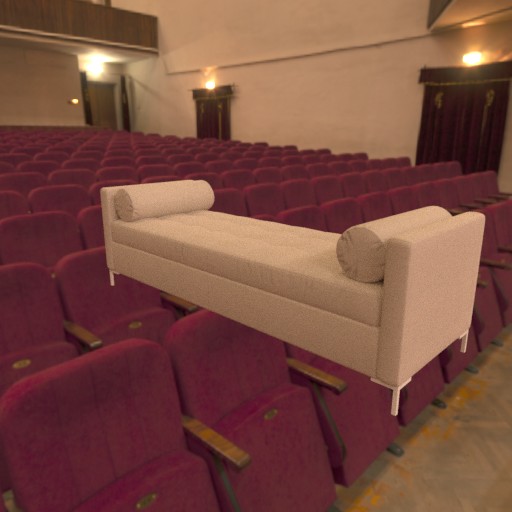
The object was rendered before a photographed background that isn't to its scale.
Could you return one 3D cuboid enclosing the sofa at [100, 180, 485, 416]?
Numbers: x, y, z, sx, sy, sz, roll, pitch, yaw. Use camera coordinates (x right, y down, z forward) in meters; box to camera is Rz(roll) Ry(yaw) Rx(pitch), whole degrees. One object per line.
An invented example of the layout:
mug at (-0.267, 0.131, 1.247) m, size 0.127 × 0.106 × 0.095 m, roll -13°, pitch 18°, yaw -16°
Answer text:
sofa at (0.000, 0.000, 2.326) m, size 1.981 × 0.635 × 0.686 m, roll 14°, pitch 21°, yaw 42°
